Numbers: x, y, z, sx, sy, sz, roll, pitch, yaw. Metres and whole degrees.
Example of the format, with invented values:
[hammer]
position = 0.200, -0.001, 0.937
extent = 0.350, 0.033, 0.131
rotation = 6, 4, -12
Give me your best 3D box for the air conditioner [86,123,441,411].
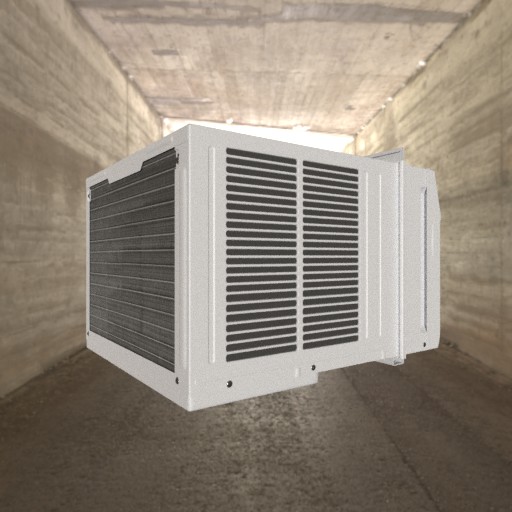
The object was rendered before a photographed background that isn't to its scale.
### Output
[air conditioner]
position = 0.000, 0.000, 0.899
extent = 0.546, 0.388, 0.503
rotation = 0, 0, -35
